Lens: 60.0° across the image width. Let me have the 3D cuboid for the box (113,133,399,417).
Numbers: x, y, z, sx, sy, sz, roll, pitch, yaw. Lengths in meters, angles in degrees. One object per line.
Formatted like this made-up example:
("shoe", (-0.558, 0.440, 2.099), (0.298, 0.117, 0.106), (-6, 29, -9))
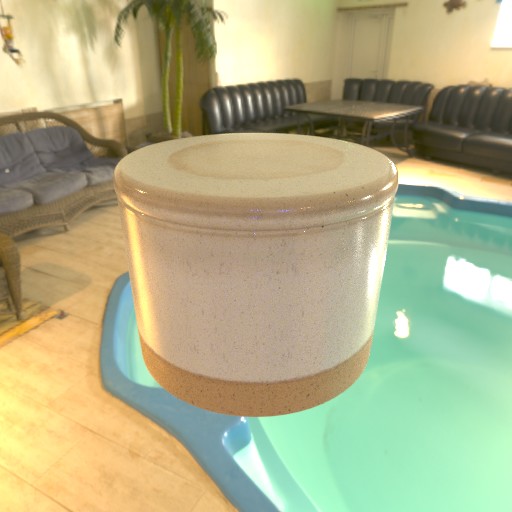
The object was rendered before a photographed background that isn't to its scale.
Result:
("box", (0.000, 0.000, 0.272), (0.154, 0.123, 0.154), (0, 26, 0))
